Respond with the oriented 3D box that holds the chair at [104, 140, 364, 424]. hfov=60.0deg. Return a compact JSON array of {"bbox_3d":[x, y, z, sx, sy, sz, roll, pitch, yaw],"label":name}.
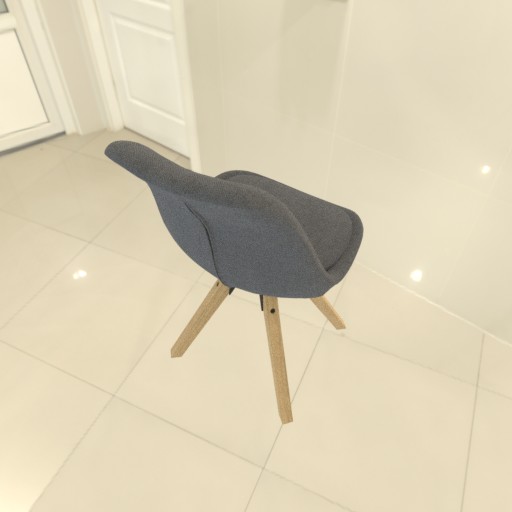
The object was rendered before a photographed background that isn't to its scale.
[{"bbox_3d":[0.000,0.000,1.168,0.485,0.850,0.550,24,51,21],"label":"chair"}]
